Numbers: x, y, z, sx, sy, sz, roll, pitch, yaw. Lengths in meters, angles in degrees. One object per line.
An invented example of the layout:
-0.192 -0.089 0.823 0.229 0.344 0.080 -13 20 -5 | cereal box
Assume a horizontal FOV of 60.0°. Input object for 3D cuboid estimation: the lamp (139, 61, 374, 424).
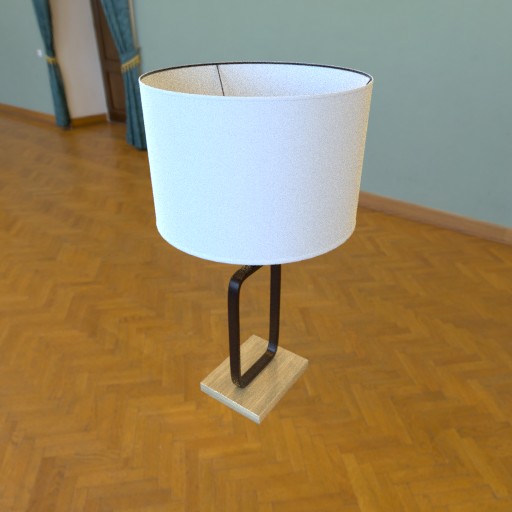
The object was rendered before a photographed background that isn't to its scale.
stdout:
0.000 0.000 0.666 0.279 0.508 0.279 20 36 30 | lamp
